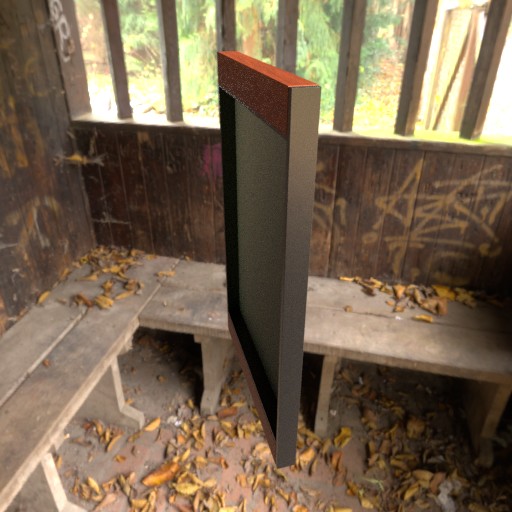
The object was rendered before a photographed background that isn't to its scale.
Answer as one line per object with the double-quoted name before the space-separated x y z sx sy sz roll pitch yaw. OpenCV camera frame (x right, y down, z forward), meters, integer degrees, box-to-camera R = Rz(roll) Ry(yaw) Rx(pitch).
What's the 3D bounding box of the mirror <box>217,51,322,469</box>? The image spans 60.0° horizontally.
"mirror" 0.000 0.000 1.029 0.047 0.823 0.525 -8 31 -13
